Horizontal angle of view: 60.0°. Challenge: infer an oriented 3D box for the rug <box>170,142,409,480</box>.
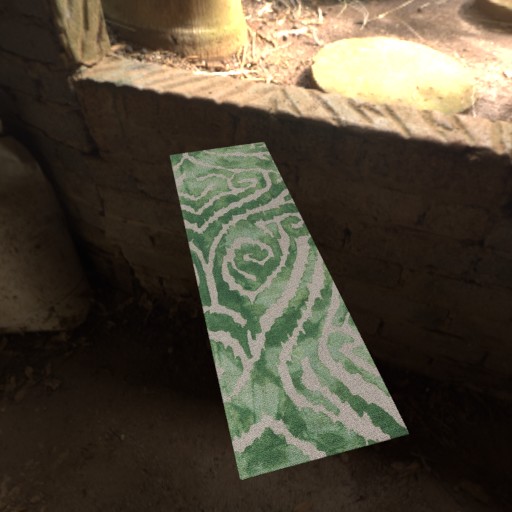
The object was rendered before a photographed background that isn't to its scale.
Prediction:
[{"bbox_3d":[0.000,0.000,2.698,0.761,0.006,2.438,-11,47,-10],"label":"rug"}]
